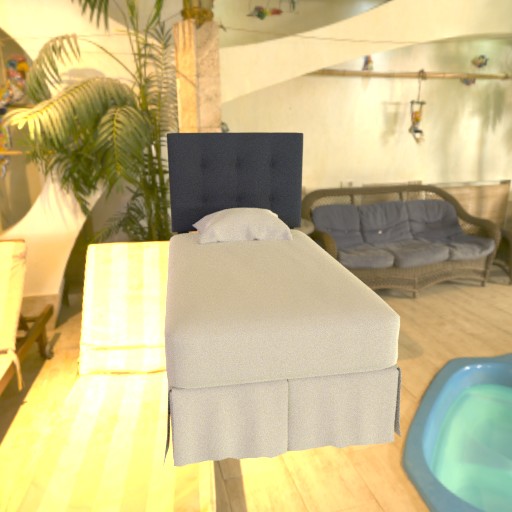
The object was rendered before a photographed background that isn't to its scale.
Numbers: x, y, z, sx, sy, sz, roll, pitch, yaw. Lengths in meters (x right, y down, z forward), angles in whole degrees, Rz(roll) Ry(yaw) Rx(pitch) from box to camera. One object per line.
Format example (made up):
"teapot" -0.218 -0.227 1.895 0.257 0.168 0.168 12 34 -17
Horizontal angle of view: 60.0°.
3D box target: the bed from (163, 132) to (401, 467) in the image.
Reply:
"bed" 0.000 0.000 2.978 1.261 1.571 1.997 -3 17 -9
